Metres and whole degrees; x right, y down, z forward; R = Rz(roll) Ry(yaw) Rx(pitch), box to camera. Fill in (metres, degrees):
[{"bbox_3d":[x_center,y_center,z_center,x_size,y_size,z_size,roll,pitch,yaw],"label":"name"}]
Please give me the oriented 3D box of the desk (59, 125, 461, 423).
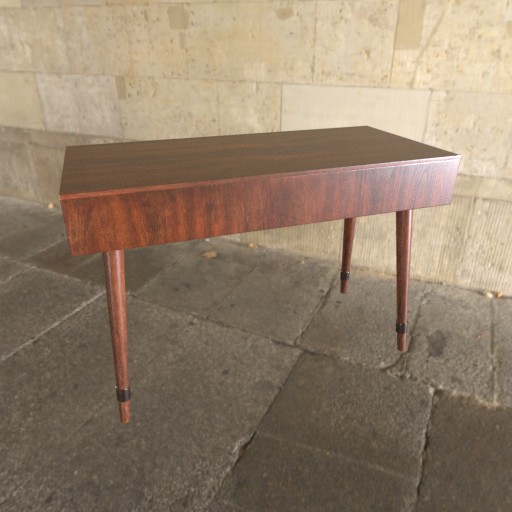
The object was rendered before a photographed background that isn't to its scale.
[{"bbox_3d":[0.000,0.000,2.170,1.577,1.031,0.734,-9,28,-17],"label":"desk"}]
